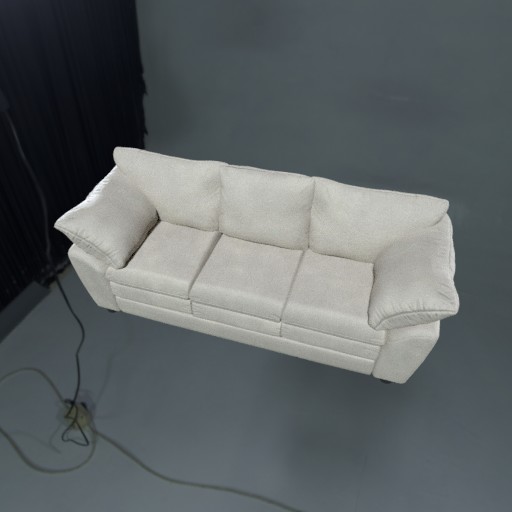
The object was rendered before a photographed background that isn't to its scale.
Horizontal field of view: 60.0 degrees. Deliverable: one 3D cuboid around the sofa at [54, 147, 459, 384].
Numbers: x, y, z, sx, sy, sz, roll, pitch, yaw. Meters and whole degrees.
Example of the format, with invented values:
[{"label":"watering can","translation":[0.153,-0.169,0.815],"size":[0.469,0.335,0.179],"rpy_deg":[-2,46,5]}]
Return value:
[{"label":"sofa","translation":[0.000,0.000,2.886],"size":[2.334,0.996,0.878],"rpy_deg":[12,42,13]}]
